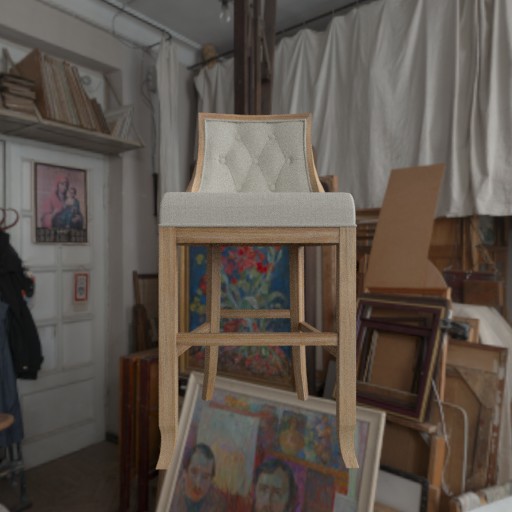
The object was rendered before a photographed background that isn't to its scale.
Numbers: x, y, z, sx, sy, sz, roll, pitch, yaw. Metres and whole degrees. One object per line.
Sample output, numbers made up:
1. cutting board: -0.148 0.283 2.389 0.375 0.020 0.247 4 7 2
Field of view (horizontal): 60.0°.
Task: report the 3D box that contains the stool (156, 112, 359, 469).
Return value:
1. stool: 0.000 0.000 1.452 0.524 1.101 0.626 0 0 -1
